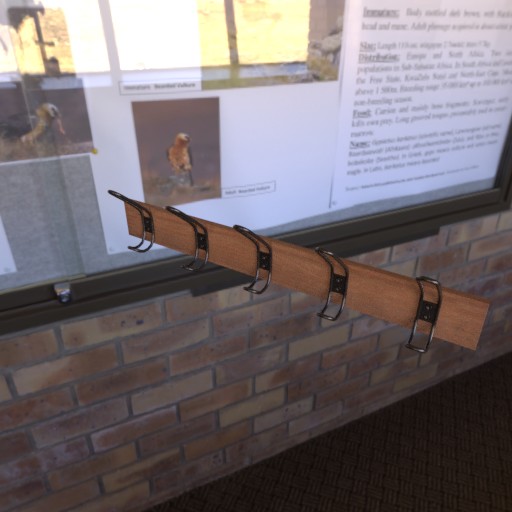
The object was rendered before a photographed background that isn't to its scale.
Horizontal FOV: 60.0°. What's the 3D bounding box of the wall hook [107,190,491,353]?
[{"bbox_3d":[0.000,0.000,0.587,0.554,0.116,0.076,17,33,28],"label":"wall hook"}]
